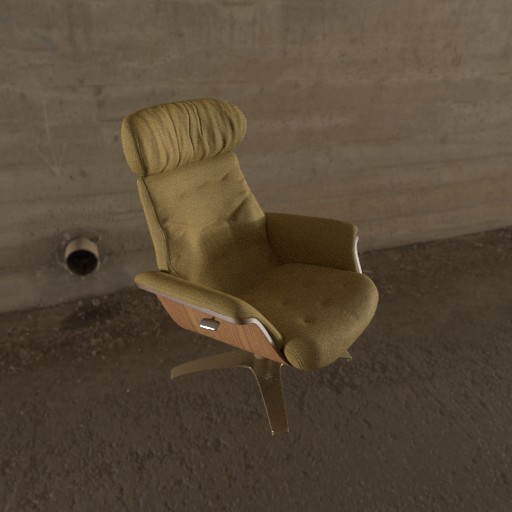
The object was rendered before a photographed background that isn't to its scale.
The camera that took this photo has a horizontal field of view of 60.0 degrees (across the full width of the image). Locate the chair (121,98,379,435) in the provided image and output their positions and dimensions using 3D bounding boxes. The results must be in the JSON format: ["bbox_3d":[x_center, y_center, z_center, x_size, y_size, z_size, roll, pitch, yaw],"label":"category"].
[{"bbox_3d":[0.000,0.000,1.589,0.837,0.995,0.785,19,32,32],"label":"chair"}]
